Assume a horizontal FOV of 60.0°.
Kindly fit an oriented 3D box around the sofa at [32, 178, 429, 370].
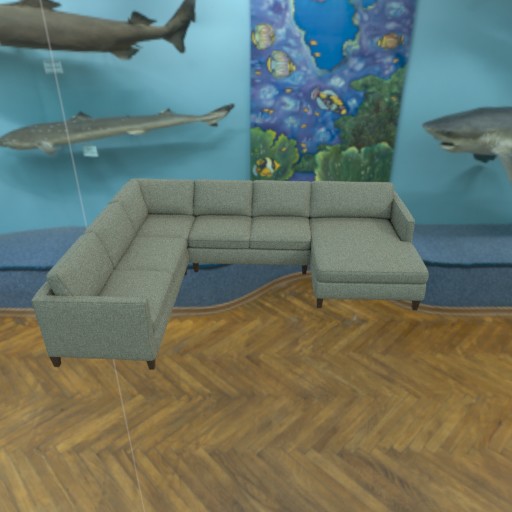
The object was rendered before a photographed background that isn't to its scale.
[{"bbox_3d":[0.000,0.000,4.551,3.403,0.889,2.551,1,29,2],"label":"sofa"}]
